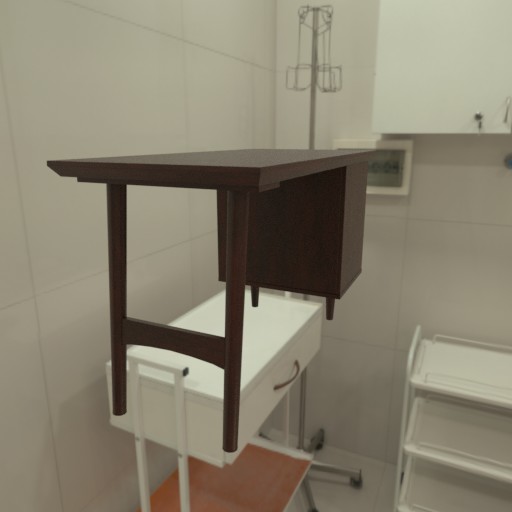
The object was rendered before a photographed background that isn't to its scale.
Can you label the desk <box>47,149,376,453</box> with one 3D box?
[{"bbox_3d":[0.000,0.000,1.688,0.612,0.758,1.277,7,17,24],"label":"desk"}]
